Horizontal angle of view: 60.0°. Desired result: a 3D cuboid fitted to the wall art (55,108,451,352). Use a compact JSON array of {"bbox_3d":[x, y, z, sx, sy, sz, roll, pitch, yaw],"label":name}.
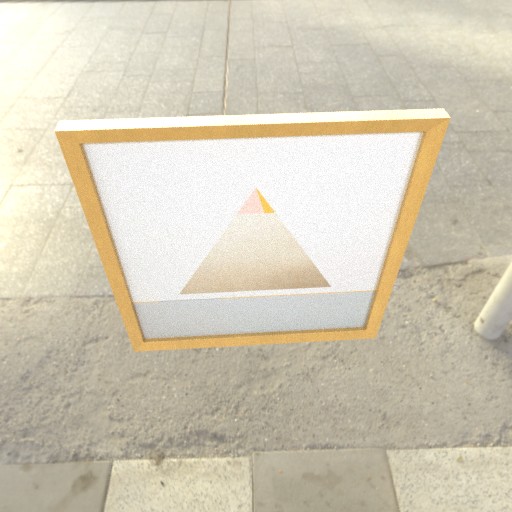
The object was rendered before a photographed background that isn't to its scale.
[{"bbox_3d":[0.000,0.000,2.887,1.935,1.936,0.097,-3,46,-3],"label":"wall art"}]
